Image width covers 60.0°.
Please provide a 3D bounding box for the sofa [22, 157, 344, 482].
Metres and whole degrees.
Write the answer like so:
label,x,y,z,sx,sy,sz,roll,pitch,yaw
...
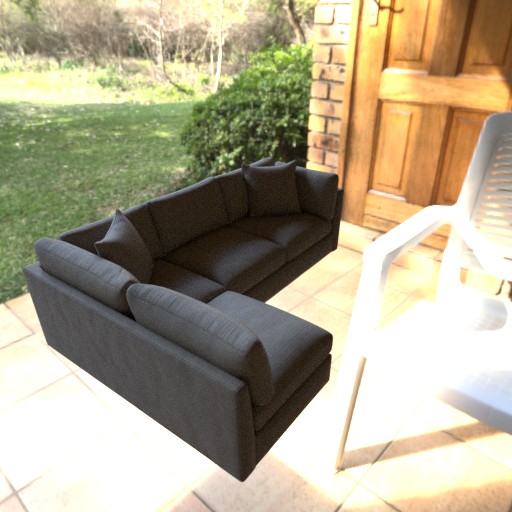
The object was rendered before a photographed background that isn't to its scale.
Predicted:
label,x,y,z,sx,sy,sz,roll,pitch,yaw
sofa,0.000,0.000,3.711,1.994,0.978,2.896,19,34,32
